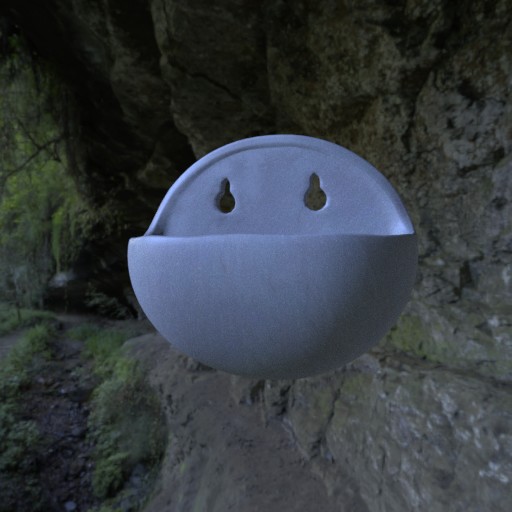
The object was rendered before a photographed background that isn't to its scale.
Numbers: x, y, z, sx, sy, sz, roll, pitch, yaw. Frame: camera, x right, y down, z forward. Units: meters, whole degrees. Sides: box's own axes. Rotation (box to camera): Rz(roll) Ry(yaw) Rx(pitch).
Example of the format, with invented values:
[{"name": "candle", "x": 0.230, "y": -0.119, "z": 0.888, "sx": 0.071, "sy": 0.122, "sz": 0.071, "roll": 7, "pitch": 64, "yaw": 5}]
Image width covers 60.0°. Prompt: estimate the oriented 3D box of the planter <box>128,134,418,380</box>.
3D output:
[{"name": "planter", "x": 0.000, "y": 0.000, "z": 0.273, "sx": 0.190, "sy": 0.164, "sz": 0.073, "roll": 0, "pitch": 0, "yaw": 18}]
